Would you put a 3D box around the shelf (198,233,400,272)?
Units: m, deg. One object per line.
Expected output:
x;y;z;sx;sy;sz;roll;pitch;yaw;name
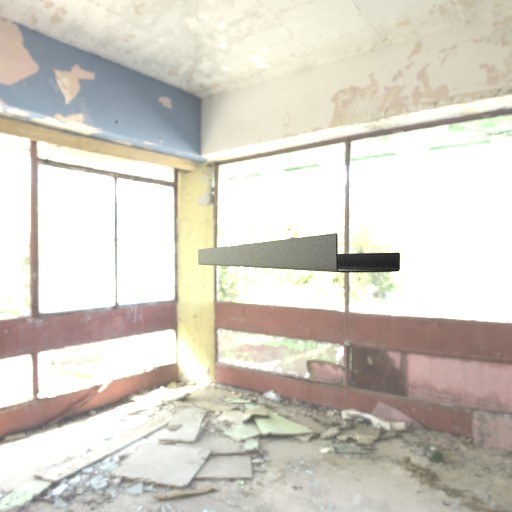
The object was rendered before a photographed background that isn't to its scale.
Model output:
0.000;0.000;0.995;0.092;0.049;0.924;0;-1;-18;shelf
